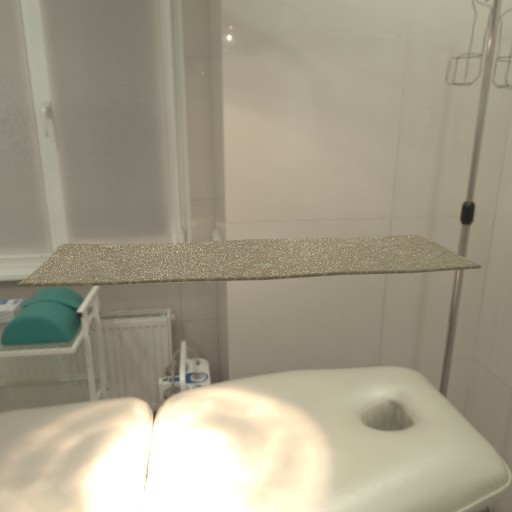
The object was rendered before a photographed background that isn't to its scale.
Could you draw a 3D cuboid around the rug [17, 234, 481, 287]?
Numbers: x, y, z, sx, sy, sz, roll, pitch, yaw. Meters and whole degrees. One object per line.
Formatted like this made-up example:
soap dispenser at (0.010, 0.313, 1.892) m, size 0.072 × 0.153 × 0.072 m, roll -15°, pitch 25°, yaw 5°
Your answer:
rug at (0.000, 0.000, 2.674) m, size 2.452 × 0.051 × 0.752 m, roll -2°, pitch 16°, yaw -8°
